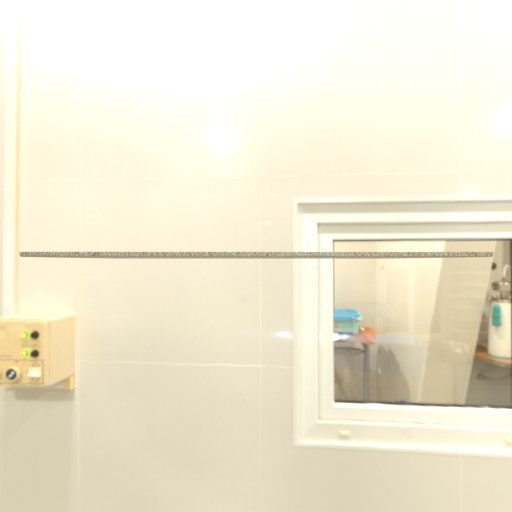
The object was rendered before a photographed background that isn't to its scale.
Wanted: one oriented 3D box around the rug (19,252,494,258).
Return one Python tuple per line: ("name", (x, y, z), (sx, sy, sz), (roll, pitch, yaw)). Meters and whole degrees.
("rug", (0.000, 0.000, 2.920), (2.349, 0.025, 1.500), (0, -1, -1))
